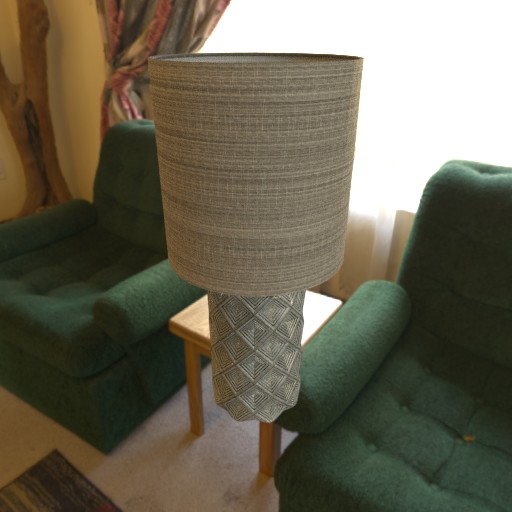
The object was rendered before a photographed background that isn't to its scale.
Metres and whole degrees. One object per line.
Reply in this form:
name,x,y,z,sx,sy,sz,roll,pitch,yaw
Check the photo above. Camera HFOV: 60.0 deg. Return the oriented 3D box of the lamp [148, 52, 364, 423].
lamp,0.000,0.000,0.689,0.268,0.566,0.269,9,28,16
